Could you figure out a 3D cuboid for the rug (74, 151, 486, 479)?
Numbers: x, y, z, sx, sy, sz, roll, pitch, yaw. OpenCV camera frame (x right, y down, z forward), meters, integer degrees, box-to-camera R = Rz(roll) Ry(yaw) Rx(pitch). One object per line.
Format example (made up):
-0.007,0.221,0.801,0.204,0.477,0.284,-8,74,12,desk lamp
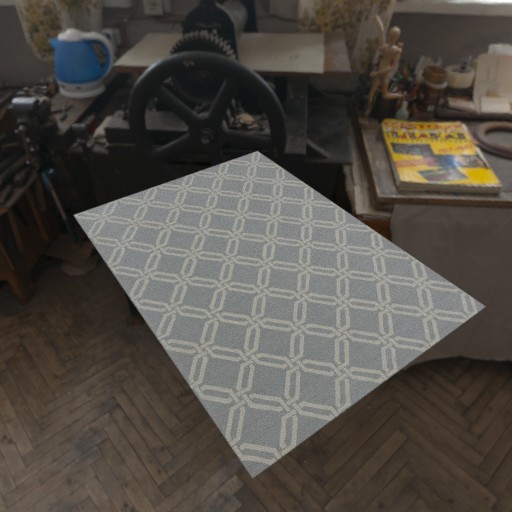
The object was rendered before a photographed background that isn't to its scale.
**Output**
0.000,0.000,4.282,2.438,0.013,3.353,-25,47,-26,rug
